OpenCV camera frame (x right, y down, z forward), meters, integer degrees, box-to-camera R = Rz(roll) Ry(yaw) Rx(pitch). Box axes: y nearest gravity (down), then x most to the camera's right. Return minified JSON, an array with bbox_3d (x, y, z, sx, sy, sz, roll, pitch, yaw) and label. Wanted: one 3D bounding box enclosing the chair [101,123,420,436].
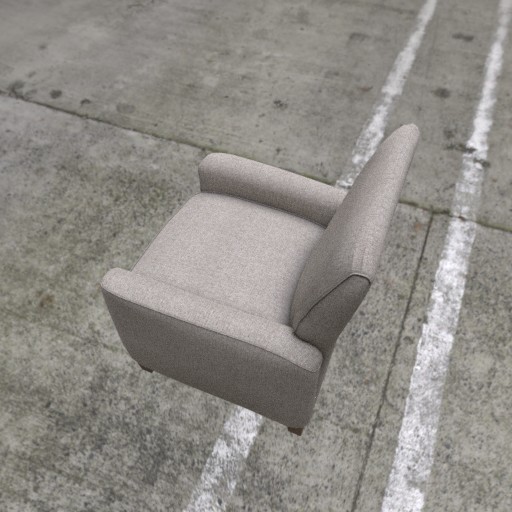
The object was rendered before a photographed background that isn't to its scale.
[{"bbox_3d":[0.000,0.000,1.648,0.864,1.014,0.848,18,50,15],"label":"chair"}]
